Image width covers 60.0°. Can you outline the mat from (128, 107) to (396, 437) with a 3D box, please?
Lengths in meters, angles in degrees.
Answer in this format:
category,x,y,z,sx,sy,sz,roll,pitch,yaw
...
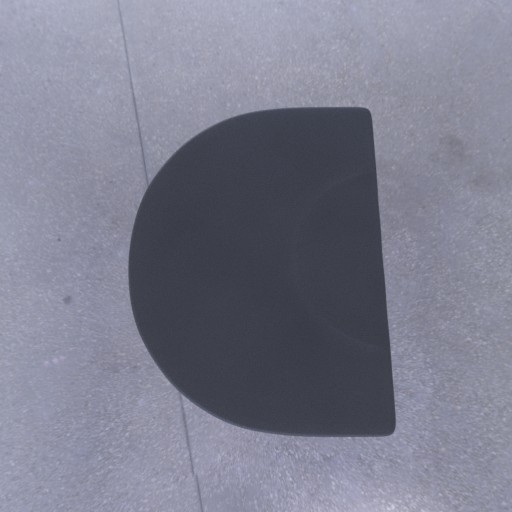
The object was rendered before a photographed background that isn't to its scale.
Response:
category,x,y,z,sx,sy,sz,roll,pitch,yaw
mat,0.000,0.000,1.596,0.917,0.016,1.220,0,75,0
